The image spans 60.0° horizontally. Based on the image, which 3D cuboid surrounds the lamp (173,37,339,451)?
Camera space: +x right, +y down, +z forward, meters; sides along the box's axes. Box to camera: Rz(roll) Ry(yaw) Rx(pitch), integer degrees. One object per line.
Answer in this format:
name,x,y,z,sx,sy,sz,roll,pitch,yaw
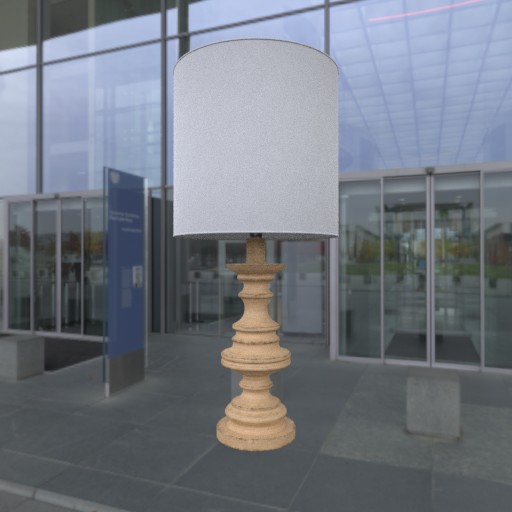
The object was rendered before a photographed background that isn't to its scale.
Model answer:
lamp,0.000,0.000,0.566,0.208,0.455,0.208,0,0,36
